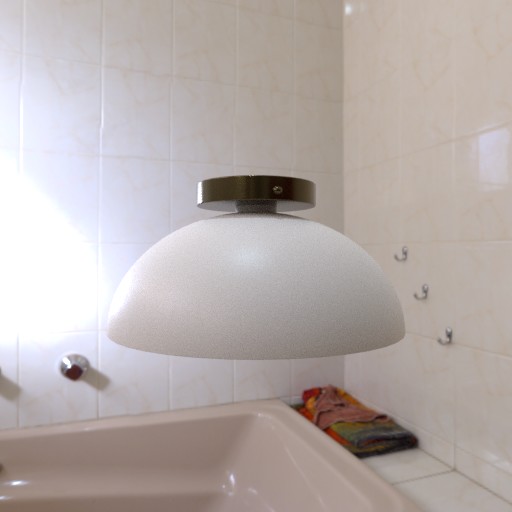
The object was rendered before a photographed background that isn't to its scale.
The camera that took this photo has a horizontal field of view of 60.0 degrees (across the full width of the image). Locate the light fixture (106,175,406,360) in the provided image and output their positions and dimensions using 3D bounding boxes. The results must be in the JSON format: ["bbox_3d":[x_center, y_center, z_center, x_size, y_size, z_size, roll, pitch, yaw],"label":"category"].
[{"bbox_3d":[0.000,0.000,0.555,0.355,0.177,0.355,0,0,0],"label":"light fixture"}]
